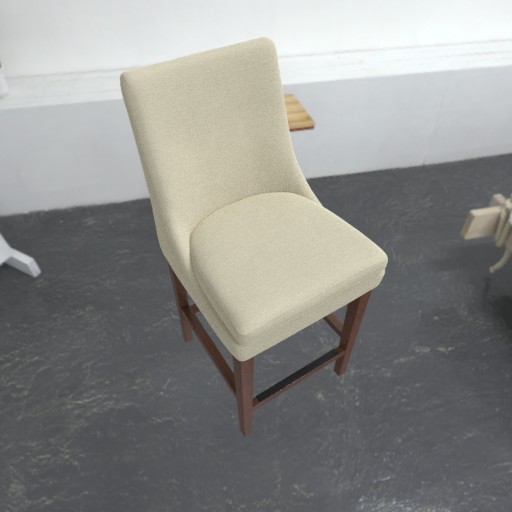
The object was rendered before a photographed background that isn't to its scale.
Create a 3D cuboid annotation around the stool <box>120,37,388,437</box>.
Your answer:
[{"bbox_3d":[0.000,0.000,1.281,0.470,0.981,0.577,-25,51,-22],"label":"stool"}]
